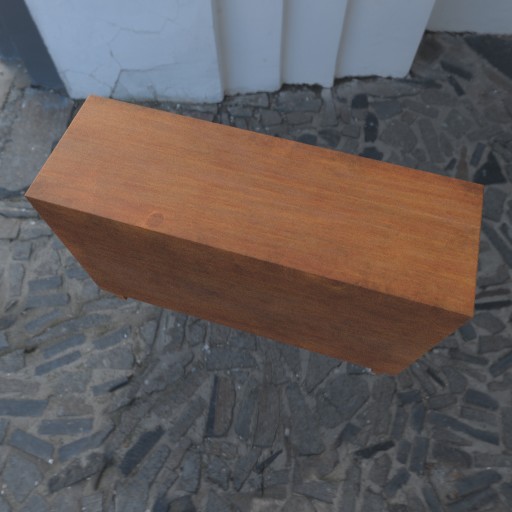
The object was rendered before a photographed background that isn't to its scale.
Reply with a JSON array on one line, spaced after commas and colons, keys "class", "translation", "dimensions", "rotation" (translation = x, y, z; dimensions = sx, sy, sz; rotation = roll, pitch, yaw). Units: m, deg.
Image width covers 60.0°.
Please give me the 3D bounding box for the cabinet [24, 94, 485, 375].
[{"class": "cabinet", "translation": [0.000, 0.000, 1.580], "dimensions": [1.204, 0.805, 0.403], "rotation": [15, 64, 7]}]
